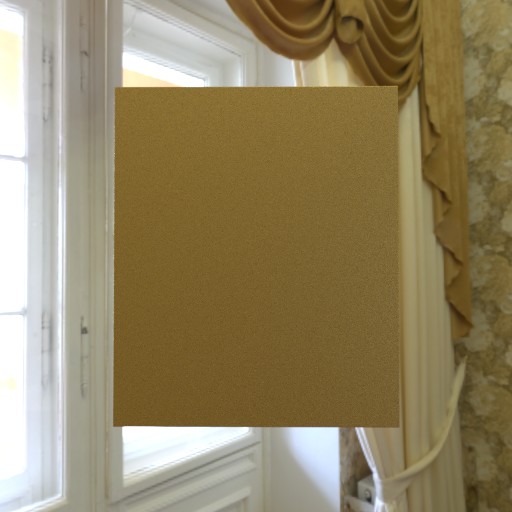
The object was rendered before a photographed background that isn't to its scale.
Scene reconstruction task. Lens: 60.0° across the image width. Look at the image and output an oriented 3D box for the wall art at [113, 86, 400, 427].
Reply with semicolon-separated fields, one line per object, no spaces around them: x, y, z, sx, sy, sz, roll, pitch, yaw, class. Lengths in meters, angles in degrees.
0.000;0.000;0.858;0.537;0.642;0.048;0;-1;0;wall art
